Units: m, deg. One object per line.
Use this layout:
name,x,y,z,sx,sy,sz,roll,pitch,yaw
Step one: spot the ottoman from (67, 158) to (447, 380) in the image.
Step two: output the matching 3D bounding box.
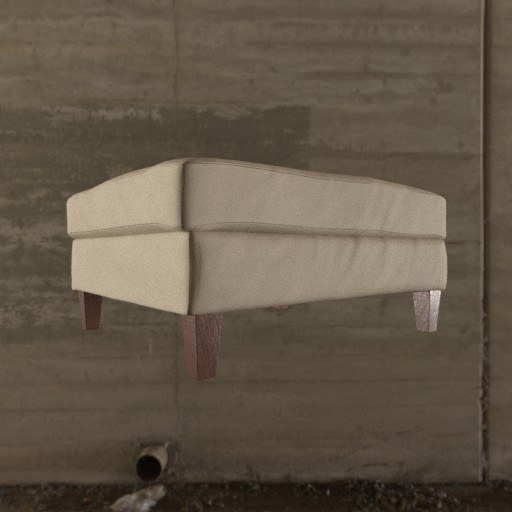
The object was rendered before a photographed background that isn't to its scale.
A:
ottoman,0.000,0.000,1.470,1.002,0.492,0.836,0,1,-38
